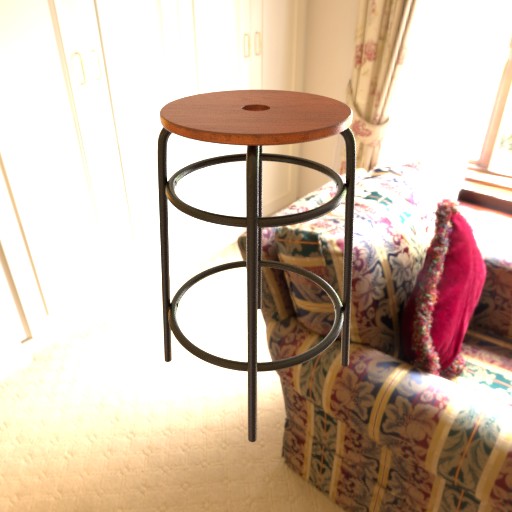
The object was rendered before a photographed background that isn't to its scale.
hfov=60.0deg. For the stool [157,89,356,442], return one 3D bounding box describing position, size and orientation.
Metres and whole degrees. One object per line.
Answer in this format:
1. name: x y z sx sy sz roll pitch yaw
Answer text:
1. stool: 0.000 0.000 0.938 0.455 0.610 0.455 1 31 2
